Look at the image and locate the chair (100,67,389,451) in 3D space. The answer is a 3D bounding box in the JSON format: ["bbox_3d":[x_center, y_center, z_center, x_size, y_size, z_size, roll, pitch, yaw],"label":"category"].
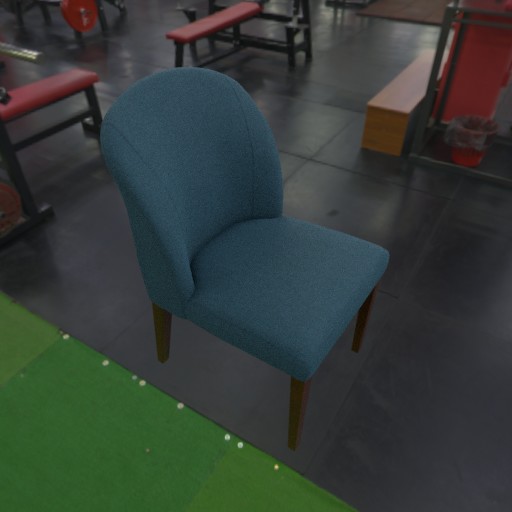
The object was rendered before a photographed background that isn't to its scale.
[{"bbox_3d":[0.000,0.000,1.239,0.620,0.879,0.507,24,46,26],"label":"chair"}]
